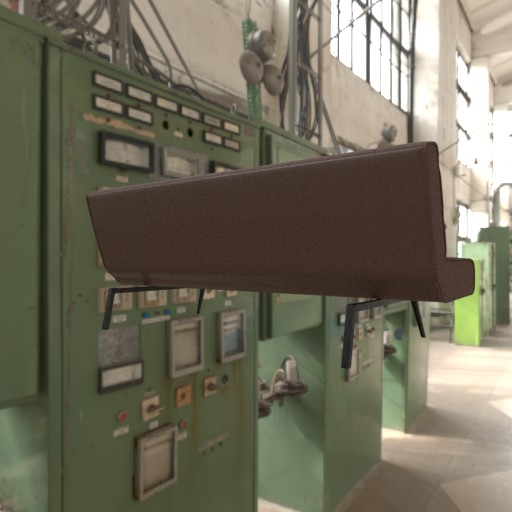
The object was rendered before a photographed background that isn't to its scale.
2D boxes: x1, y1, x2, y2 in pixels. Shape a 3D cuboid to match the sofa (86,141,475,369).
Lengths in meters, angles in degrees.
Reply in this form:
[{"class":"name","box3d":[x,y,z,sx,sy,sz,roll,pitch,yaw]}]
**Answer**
[{"class":"sofa","box3d":[0.000,0.000,2.038,1.703,0.699,0.747,0,0,36]}]
